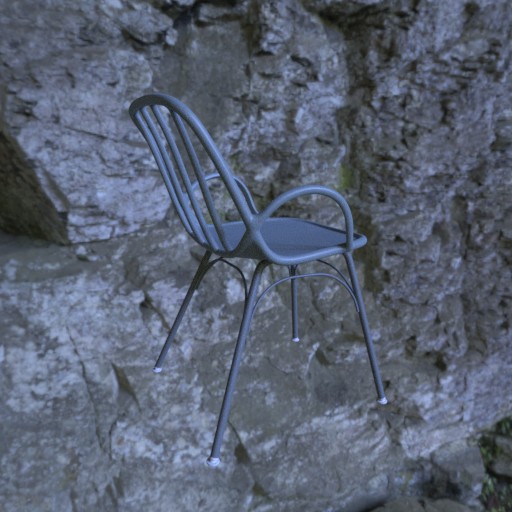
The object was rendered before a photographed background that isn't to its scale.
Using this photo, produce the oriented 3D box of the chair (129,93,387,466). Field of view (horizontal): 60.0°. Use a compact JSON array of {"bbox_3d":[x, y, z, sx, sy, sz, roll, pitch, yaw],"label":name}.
[{"bbox_3d":[0.000,0.000,1.234,0.597,0.816,0.549,-7,16,-26],"label":"chair"}]
